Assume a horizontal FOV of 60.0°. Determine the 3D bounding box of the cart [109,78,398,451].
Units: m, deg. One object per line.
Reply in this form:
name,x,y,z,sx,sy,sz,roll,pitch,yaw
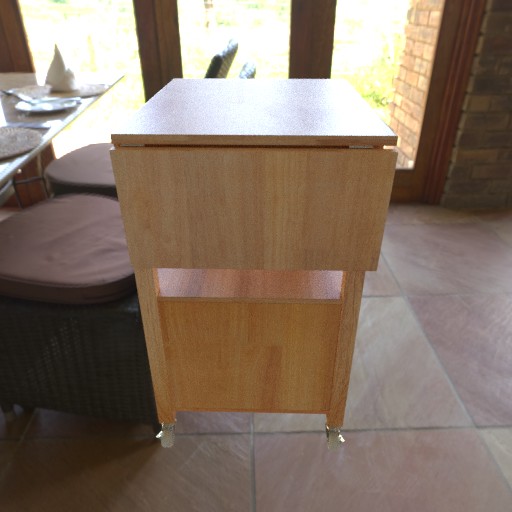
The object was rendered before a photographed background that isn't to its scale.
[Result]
cart,0.000,0.000,1.237,0.508,0.838,0.640,1,30,1
